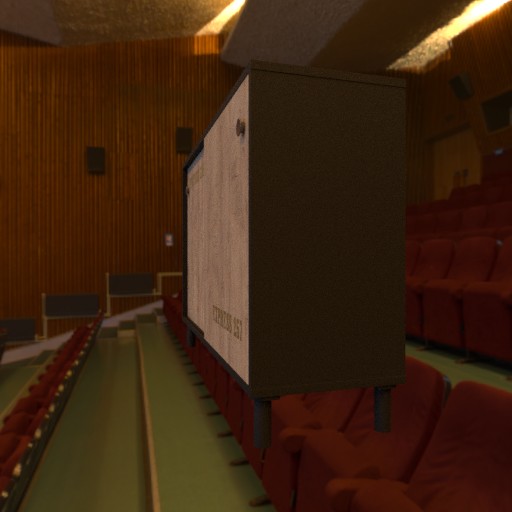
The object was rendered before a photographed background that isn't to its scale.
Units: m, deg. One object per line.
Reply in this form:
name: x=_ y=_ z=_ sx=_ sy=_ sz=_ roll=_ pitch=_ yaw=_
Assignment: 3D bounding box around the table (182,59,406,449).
table: x=0.000 y=0.000 z=1.588 sx=0.400 sy=0.855 sz=1.200 roll=0 pitch=0 yaw=-16
